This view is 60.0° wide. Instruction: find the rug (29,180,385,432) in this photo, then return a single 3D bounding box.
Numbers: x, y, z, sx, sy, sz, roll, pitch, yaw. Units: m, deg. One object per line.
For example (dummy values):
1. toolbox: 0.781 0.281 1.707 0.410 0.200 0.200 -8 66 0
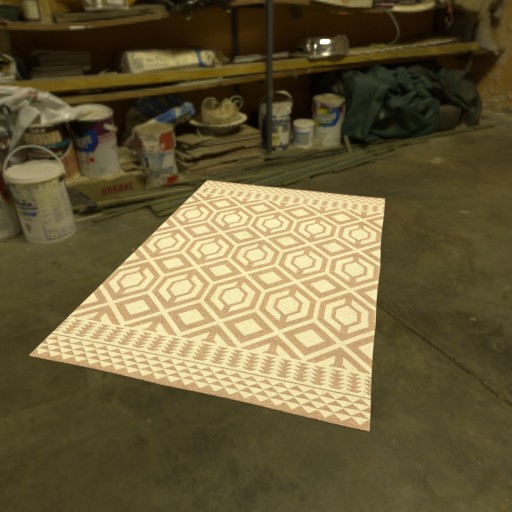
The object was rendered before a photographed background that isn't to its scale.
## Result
1. rug: 0.000 0.000 2.239 1.219 0.008 1.829 8 32 13
